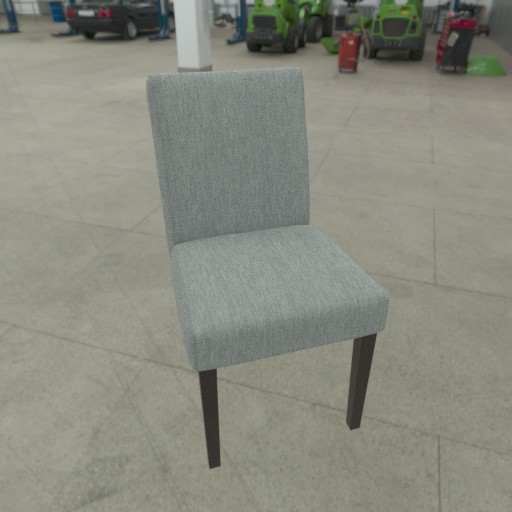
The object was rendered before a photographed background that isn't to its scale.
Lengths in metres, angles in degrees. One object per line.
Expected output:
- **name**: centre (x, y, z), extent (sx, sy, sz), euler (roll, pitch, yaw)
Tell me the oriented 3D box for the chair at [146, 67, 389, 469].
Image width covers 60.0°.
- **chair**: centre (0.000, 0.000, 1.230), extent (0.487, 0.884, 0.629), euler (-9, 33, -14)
